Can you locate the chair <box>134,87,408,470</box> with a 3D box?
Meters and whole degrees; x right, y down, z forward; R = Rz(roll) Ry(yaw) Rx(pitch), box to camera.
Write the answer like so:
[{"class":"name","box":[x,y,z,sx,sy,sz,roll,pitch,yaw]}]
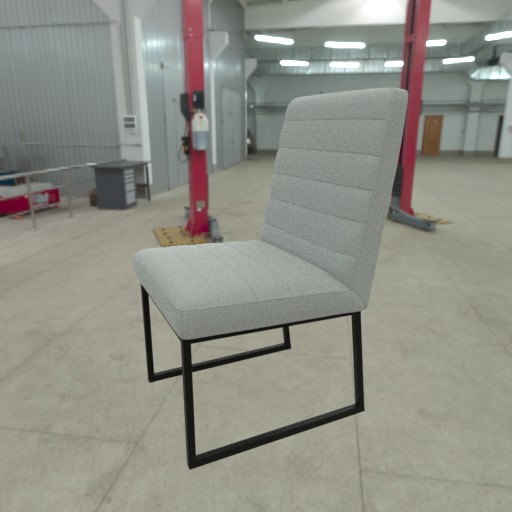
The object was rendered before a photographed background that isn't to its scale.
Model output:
[{"class":"chair","box":[0.000,0.000,1.314,0.634,0.930,0.520,-8,18,-25]}]
